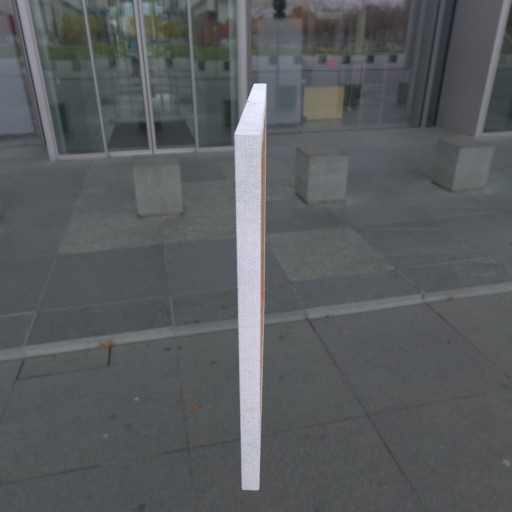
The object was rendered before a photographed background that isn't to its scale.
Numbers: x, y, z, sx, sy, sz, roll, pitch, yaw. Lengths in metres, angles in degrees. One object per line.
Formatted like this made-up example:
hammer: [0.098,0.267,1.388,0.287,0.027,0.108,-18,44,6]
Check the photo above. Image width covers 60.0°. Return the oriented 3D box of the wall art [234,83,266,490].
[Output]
wall art: [0.000,0.000,1.137,0.038,0.762,0.762,1,26,2]
